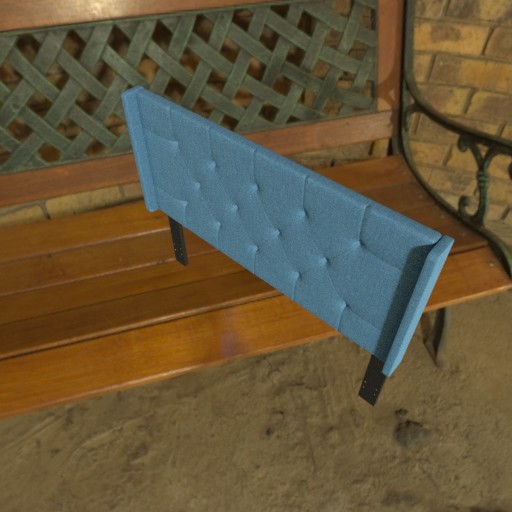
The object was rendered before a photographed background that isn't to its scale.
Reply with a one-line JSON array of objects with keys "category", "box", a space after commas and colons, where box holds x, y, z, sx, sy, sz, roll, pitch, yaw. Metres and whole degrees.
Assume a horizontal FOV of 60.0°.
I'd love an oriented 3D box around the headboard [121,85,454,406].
[{"category": "headboard", "box": [0.000, 0.000, 2.764, 2.051, 1.524, 0.184, 33, 54, 28]}]
